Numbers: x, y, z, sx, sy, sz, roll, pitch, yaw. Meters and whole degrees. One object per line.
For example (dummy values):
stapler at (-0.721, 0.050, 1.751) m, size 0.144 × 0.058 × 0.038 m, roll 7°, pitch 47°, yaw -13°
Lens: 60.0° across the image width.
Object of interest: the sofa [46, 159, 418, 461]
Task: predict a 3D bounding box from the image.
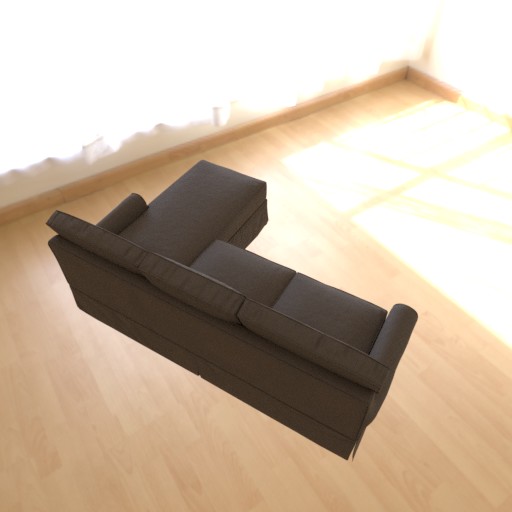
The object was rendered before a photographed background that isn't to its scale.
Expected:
sofa at (0.000, 0.000, 3.388) m, size 2.475 × 0.978 × 1.733 m, roll 23°, pitch 50°, yaw 21°
